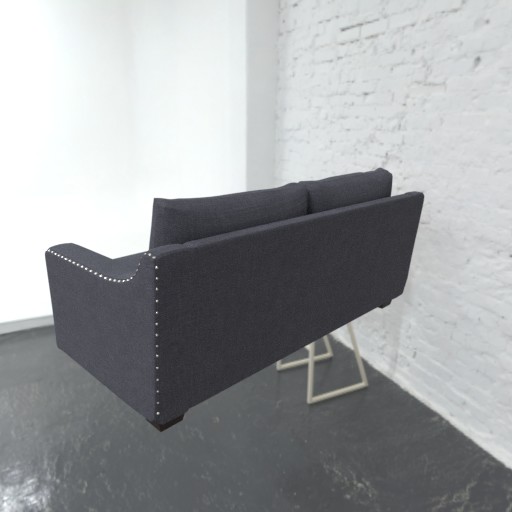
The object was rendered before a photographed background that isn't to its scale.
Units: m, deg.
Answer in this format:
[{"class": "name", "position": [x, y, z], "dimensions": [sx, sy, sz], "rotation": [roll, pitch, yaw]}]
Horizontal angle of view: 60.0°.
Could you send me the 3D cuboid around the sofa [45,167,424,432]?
[{"class": "sofa", "position": [0.000, 0.000, 3.276], "dimensions": [1.336, 1.196, 2.550], "rotation": [16, 23, 43]}]
